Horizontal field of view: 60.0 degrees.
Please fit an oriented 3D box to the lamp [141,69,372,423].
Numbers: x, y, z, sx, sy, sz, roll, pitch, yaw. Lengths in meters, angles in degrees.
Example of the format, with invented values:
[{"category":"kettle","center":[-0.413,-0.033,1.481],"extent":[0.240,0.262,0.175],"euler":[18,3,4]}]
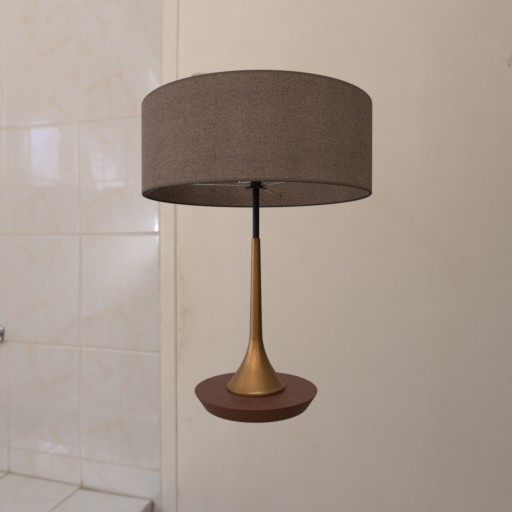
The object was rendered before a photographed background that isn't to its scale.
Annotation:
[{"category":"lamp","center":[0.000,0.000,0.825],"extent":[0.417,0.551,0.396],"euler":[0,1,18]}]
